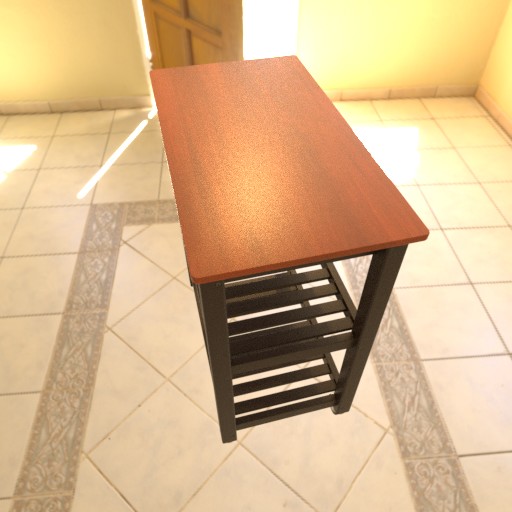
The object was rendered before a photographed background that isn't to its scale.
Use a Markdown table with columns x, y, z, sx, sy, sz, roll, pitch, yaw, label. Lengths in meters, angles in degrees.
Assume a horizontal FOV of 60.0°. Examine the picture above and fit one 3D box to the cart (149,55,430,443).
| x | y | z | sx | sy | sz | roll | pitch | yaw | label |
| --- | --- | --- | --- | --- | --- | --- | --- | --- | --- |
| 0.000 | 0.000 | 1.431 | 0.457 | 0.927 | 0.899 | -11 | 48 | -10 | cart |
